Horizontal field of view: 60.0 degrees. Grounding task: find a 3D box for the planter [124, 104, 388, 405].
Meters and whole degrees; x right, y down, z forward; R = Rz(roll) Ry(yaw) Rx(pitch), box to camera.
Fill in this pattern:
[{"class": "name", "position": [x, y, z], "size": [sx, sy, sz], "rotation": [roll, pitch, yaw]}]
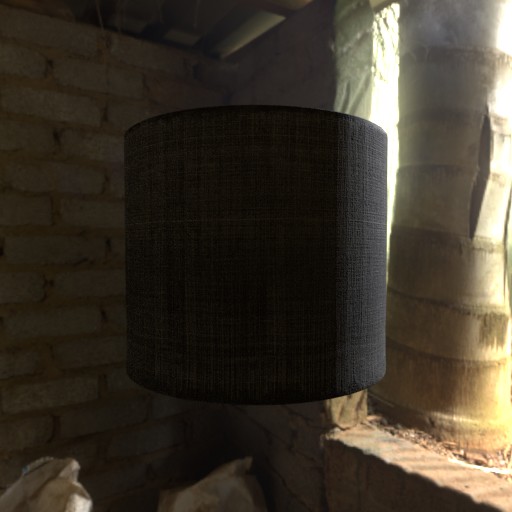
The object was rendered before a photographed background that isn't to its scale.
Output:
[{"class": "planter", "position": [0.000, 0.000, 0.446], "size": [0.254, 0.221, 0.254], "rotation": [0, 1, 0]}]
